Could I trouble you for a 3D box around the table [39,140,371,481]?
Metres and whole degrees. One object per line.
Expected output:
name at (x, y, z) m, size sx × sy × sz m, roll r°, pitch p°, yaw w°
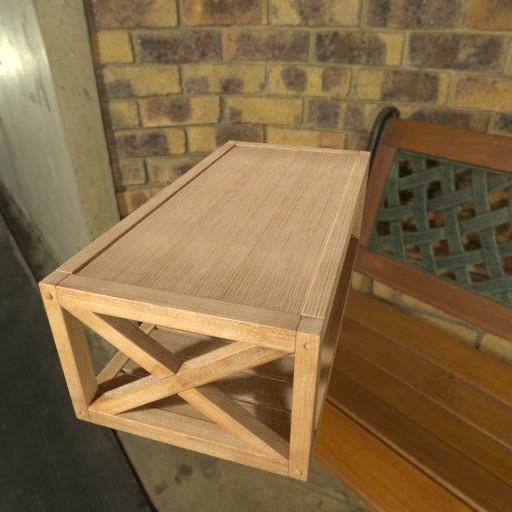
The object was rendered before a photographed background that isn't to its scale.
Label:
table at (0.000, 0.000, 1.599) m, size 0.660 × 0.457 × 1.321 m, roll 8°, pitch 31°, yaw 15°
